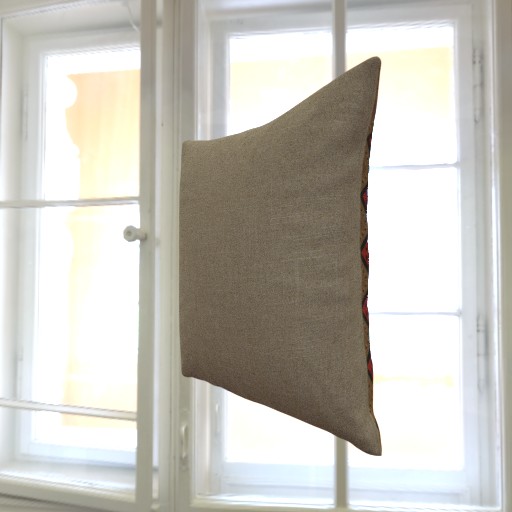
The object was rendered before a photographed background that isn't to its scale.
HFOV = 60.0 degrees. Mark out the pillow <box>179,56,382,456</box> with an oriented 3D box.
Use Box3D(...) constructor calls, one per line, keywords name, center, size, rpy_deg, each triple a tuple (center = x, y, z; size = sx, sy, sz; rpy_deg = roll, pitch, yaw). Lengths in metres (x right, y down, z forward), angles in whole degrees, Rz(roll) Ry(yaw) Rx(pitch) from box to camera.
Box3D(name="pillow", center=(0.000, 0.000, 0.762), size=(0.158, 0.511, 0.513), rpy_deg=(1, -2, -37))
